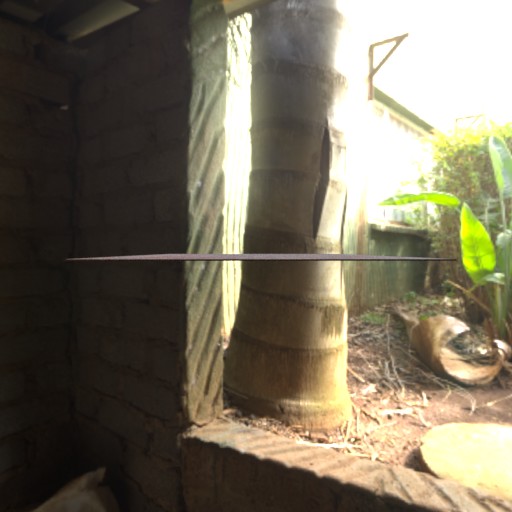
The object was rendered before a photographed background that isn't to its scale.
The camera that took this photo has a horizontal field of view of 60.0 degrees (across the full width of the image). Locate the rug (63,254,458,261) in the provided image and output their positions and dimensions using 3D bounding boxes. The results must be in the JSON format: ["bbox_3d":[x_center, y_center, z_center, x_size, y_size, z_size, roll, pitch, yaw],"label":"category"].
[{"bbox_3d":[0.000,0.000,2.276,1.219,0.005,1.829,0,1,-1],"label":"rug"}]
